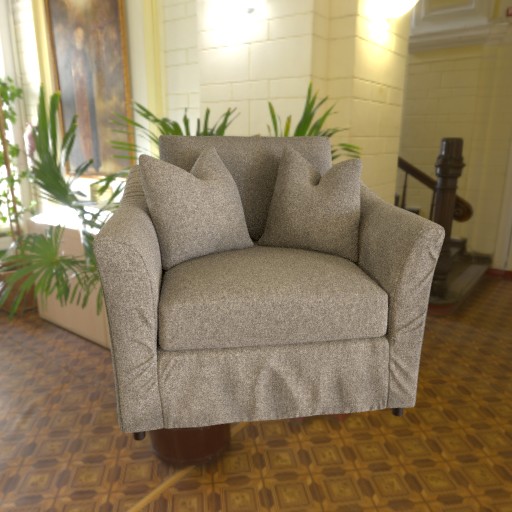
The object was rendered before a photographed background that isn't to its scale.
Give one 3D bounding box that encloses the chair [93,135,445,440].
[{"bbox_3d":[0.000,0.000,2.003,1.194,1.059,1.071,-2,15,-8],"label":"chair"}]
